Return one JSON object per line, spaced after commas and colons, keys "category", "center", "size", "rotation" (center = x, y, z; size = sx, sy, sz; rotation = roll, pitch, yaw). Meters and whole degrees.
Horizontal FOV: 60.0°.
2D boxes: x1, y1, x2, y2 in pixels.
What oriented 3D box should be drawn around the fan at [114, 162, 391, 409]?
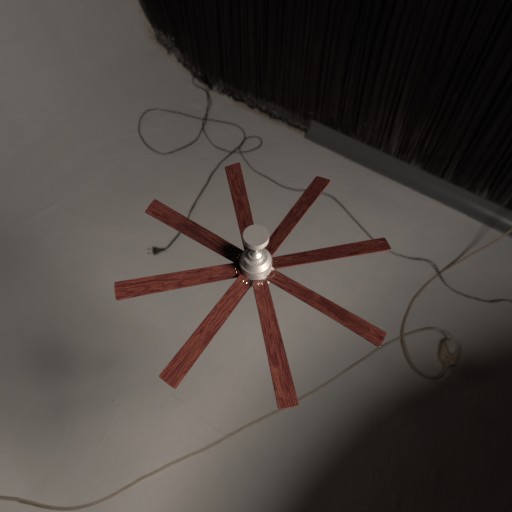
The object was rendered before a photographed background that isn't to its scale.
{"category": "fan", "center": [0.000, 0.000, 2.796], "size": [1.830, 0.472, 1.830], "rotation": [30, 63, 17]}
